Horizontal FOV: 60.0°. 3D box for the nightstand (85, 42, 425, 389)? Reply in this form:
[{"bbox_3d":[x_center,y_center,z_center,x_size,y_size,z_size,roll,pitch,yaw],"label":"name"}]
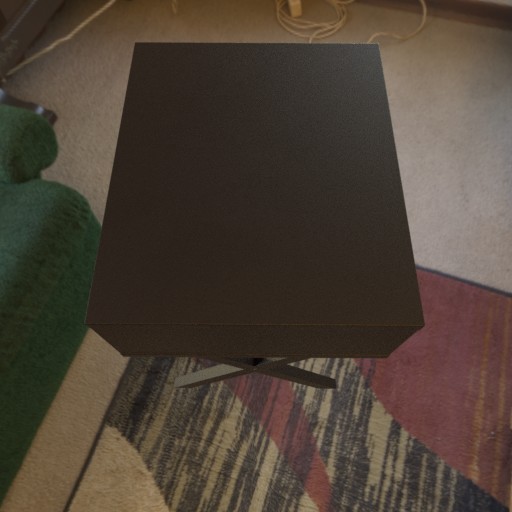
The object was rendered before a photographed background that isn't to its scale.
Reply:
[{"bbox_3d":[0.000,0.000,0.905,0.402,0.623,0.479,0,64,0],"label":"nightstand"}]
